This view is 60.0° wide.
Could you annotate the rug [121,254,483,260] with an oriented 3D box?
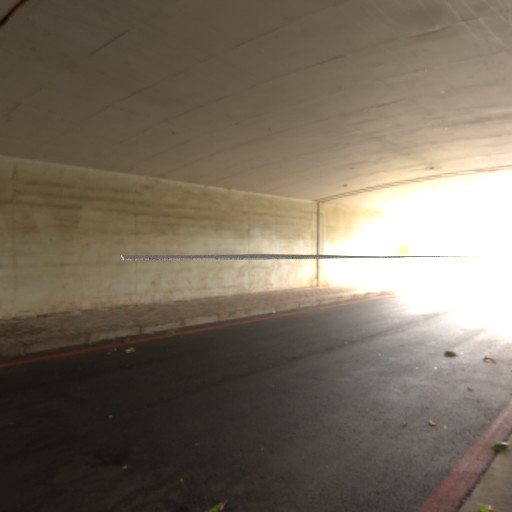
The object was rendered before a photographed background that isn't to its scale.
[{"bbox_3d":[0.000,0.000,4.183,2.430,0.030,3.054,0,1,-17],"label":"rug"}]
